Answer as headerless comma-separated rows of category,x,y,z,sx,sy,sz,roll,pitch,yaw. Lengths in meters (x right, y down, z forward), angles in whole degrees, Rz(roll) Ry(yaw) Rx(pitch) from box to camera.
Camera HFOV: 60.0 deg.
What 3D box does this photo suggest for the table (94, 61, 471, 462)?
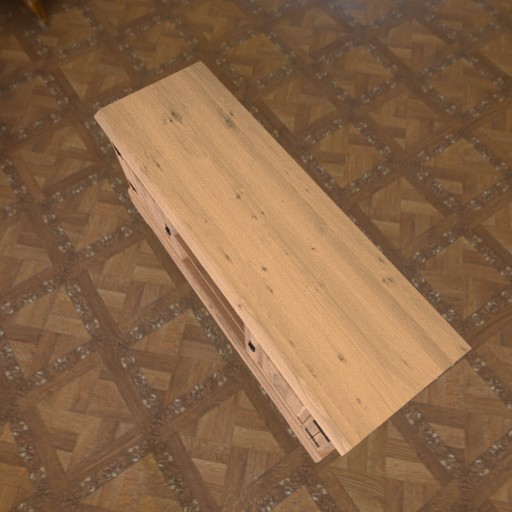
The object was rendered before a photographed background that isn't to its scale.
table,0.000,0.000,1.444,0.400,0.510,1.200,-33,68,-15
